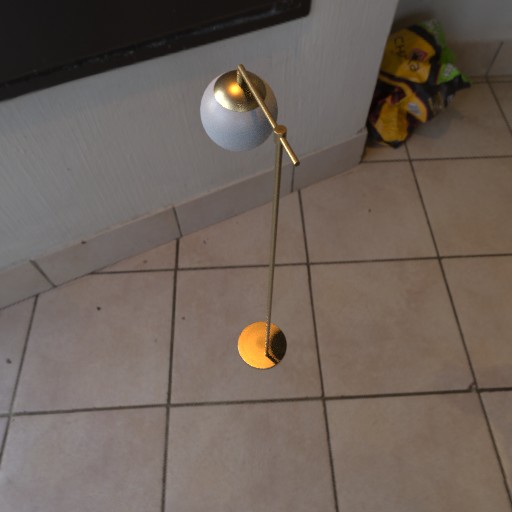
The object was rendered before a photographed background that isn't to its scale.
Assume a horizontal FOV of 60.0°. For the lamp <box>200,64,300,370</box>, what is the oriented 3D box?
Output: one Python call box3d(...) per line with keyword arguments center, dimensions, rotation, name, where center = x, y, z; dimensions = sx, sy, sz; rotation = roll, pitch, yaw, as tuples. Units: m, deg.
box3d(center=(0.000, 0.000, 1.670), dimensions=(0.249, 1.505, 0.476), rotation=(-18, 61, -11), name="lamp")
